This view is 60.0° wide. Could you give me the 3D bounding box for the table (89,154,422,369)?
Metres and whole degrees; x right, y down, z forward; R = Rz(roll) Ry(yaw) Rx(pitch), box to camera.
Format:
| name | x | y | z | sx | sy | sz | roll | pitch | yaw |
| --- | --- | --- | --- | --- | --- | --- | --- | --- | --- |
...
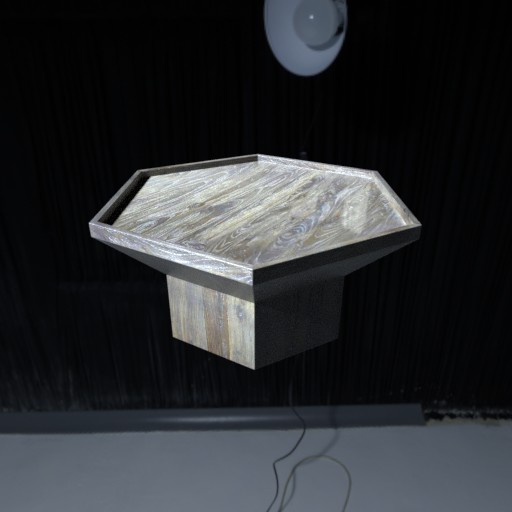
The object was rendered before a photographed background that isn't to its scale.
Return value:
| name | x | y | z | sx | sy | sz | roll | pitch | yaw |
| --- | --- | --- | --- | --- | --- | --- | --- | --- | --- |
| table | 0.000 | 0.000 | 1.643 | 0.966 | 0.488 | 1.115 | 0 | 27 | 1 |
